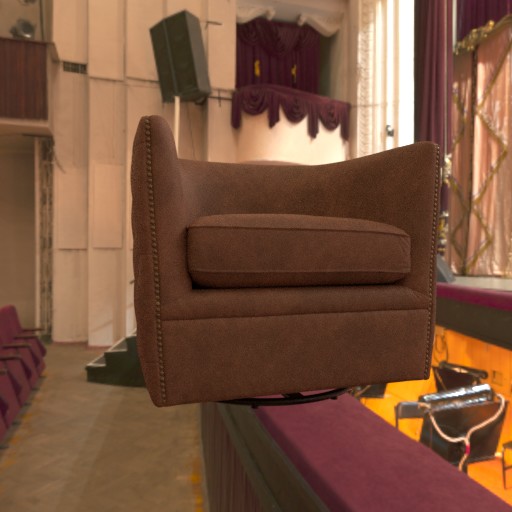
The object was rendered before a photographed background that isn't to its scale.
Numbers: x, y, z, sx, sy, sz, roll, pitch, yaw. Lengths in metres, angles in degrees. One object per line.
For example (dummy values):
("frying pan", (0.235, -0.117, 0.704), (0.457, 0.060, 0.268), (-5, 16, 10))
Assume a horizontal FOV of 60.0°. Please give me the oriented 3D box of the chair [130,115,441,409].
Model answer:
("chair", (0.000, 0.000, 1.518), (0.850, 0.790, 0.870), (0, 0, -18))
